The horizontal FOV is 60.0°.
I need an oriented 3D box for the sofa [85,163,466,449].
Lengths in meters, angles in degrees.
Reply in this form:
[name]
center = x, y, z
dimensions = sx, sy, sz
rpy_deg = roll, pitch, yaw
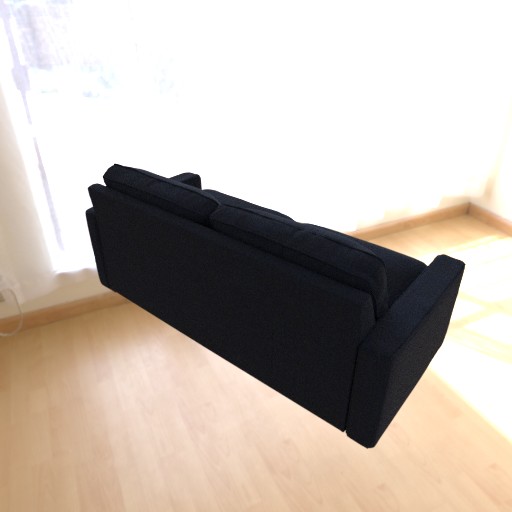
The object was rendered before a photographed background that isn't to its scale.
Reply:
[sofa]
center = 0.000, 0.000, 2.581
dimensions = 2.080, 0.919, 0.940
rpy_deg = 23, 38, 33
